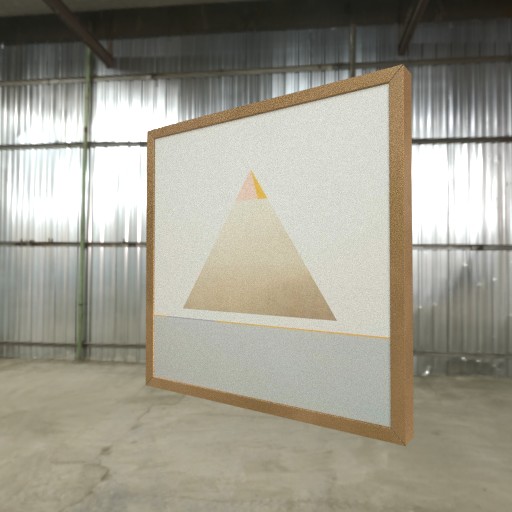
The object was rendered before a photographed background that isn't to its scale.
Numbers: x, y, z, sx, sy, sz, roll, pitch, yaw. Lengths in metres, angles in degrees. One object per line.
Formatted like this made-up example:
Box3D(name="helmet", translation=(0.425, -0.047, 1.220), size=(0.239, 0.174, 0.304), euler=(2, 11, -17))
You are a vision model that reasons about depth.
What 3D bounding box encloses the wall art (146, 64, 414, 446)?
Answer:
Box3D(name="wall art", translation=(0.000, 0.000, 0.756), size=(0.513, 0.511, 0.038), euler=(-1, -1, 35))
